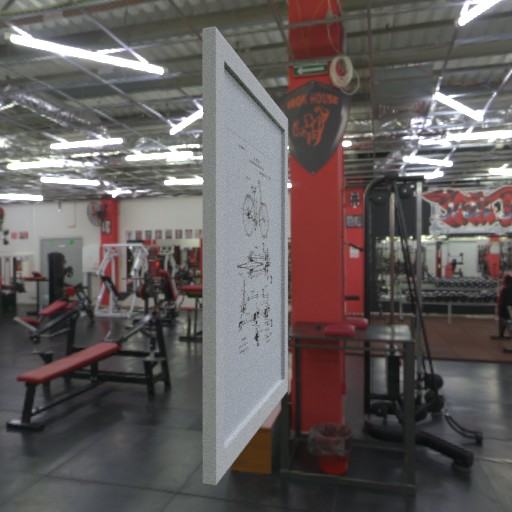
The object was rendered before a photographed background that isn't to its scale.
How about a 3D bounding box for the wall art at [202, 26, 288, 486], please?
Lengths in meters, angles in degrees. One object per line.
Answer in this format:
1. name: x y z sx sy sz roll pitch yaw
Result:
1. wall art: 0.000 0.000 0.620 0.015 0.477 0.332 0 0 17
